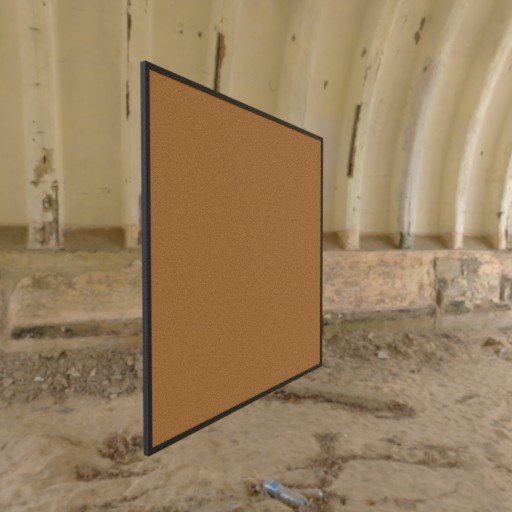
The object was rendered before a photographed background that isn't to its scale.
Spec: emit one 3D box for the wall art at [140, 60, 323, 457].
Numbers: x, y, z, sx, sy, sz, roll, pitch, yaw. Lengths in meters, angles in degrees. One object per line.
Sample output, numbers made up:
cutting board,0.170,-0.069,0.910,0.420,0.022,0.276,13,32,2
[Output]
wall art,0.000,0.000,1.018,0.015,0.663,0.664,1,2,34
